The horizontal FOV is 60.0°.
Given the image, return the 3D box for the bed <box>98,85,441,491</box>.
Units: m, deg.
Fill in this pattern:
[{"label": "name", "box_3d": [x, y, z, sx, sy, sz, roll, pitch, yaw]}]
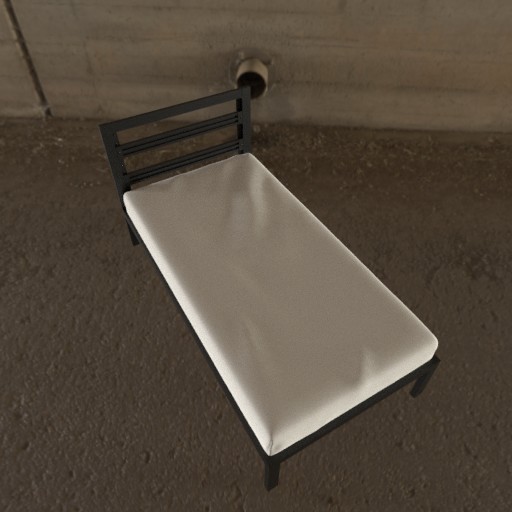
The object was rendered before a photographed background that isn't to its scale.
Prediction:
[{"label": "bed", "box_3d": [0.000, 0.000, 2.496, 0.991, 0.967, 1.930, -23, 51, -20]}]
